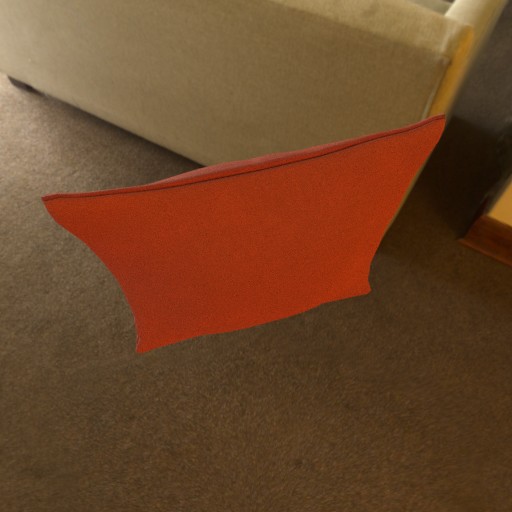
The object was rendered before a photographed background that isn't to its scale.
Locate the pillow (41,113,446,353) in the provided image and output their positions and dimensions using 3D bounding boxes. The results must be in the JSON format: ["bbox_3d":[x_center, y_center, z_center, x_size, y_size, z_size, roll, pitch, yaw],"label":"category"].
[{"bbox_3d":[0.000,0.000,0.630,0.435,0.416,0.151,-14,59,-8],"label":"pillow"}]
